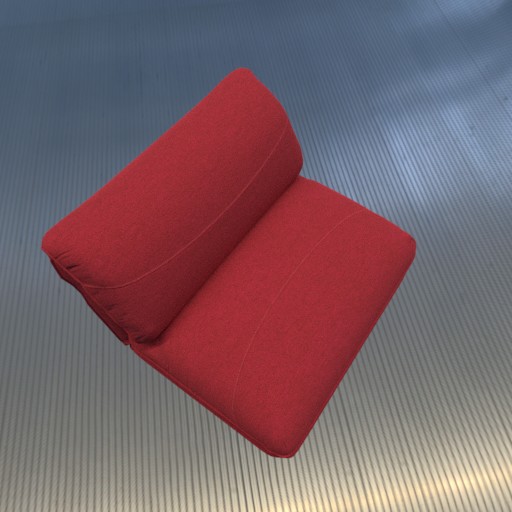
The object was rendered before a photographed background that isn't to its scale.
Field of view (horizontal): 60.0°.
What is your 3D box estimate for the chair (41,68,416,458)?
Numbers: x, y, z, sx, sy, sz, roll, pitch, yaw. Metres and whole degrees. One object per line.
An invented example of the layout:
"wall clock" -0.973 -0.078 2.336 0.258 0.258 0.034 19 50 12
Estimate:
"chair" 0.000 0.000 1.316 0.780 0.580 0.820 31 64 17
